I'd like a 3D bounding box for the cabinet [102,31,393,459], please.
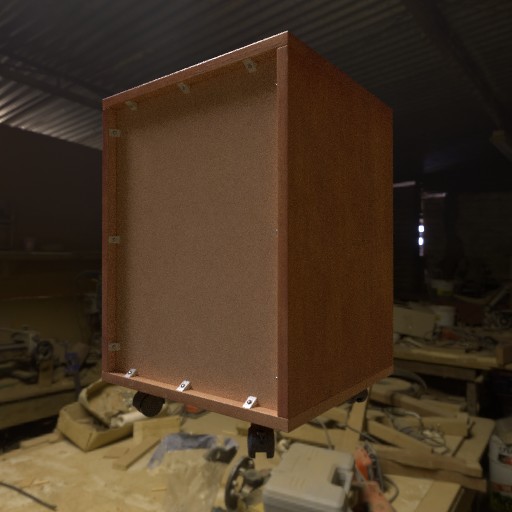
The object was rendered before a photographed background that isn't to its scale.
[{"bbox_3d":[0.000,0.000,0.854,0.409,0.579,0.401,0,-1,37],"label":"cabinet"}]
